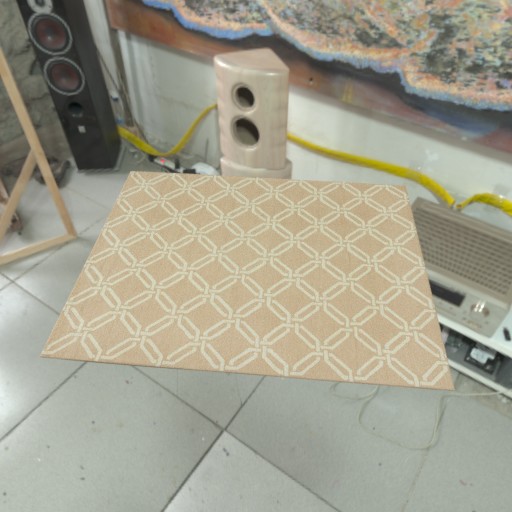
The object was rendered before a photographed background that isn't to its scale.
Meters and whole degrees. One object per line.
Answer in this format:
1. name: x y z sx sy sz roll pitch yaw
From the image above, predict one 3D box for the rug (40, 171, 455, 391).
1. rug: 0.000 0.000 3.866 2.895 0.018 2.288 4 46 4
